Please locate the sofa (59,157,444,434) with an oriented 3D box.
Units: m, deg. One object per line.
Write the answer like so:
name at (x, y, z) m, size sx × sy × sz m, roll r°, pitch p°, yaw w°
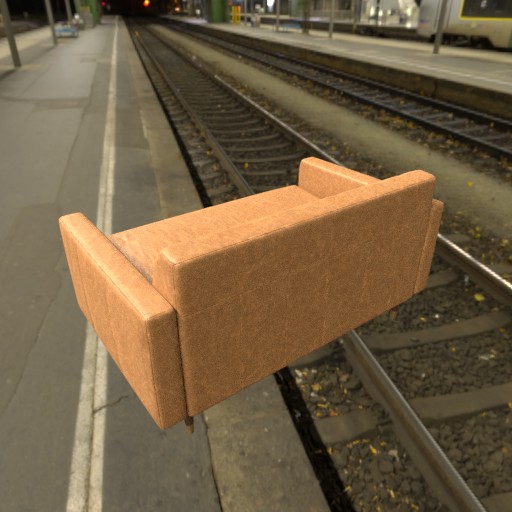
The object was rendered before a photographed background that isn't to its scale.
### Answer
sofa at (0.000, 0.000, 2.145) m, size 1.549 × 0.820 × 0.960 m, roll -20°, pitch 35°, yaw -31°
